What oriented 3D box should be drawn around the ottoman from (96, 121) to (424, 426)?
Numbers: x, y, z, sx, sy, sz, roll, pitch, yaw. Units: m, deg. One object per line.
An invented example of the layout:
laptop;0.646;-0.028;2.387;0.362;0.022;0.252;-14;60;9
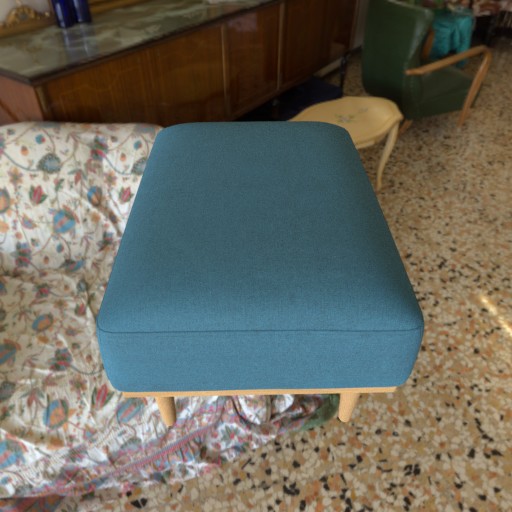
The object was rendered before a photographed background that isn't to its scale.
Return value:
ottoman;0.000;0.000;1.069;0.549;0.428;0.749;-1;41;-1
